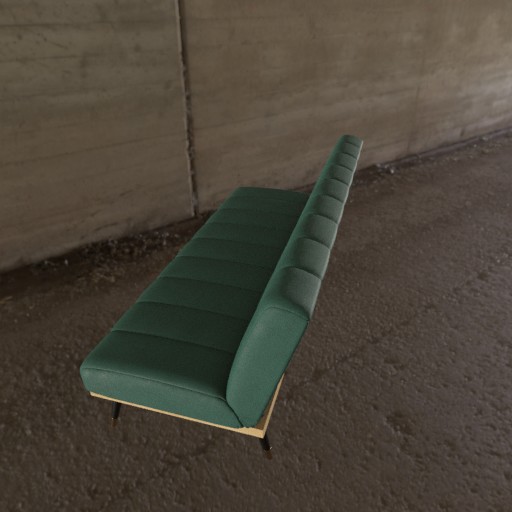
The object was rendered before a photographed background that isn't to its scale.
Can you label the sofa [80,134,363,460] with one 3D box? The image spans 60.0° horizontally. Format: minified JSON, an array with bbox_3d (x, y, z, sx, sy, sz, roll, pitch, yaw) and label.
[{"bbox_3d":[0.000,0.000,2.215,0.830,0.820,1.810,8,31,14],"label":"sofa"}]
